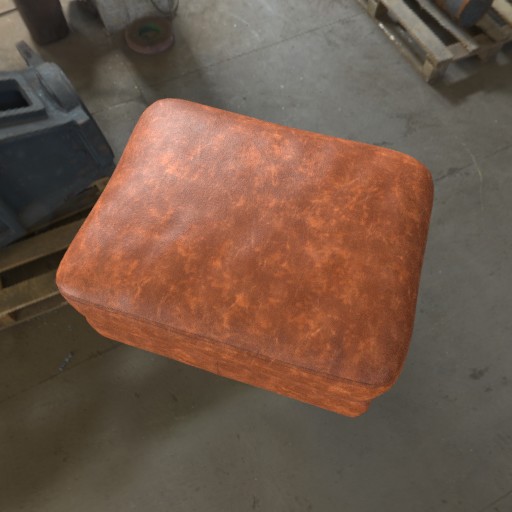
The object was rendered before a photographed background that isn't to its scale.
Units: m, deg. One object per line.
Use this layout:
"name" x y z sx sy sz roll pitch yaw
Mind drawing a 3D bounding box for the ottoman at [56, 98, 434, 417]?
"ottoman" 0.000 0.000 1.246 0.832 0.562 0.657 16 64 8
